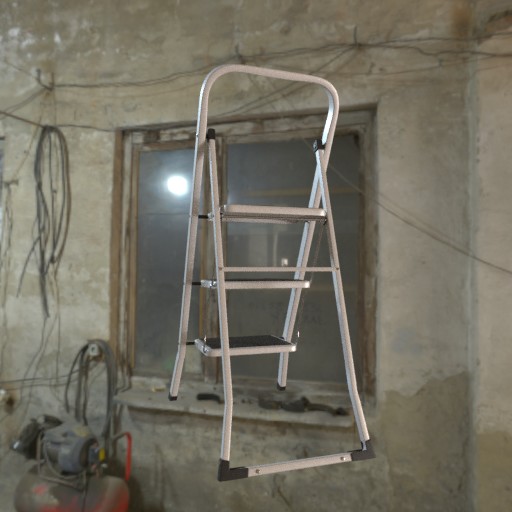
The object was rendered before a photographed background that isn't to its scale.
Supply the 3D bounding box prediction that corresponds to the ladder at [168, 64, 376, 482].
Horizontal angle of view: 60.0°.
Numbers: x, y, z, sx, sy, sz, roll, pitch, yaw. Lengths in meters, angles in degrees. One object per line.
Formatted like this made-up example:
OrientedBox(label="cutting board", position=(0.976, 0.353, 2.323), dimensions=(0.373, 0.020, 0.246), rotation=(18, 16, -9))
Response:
OrientedBox(label="ladder", position=(0.000, 0.000, 1.411), dimensions=(0.460, 1.050, 0.711), rotation=(1, -2, -18))
